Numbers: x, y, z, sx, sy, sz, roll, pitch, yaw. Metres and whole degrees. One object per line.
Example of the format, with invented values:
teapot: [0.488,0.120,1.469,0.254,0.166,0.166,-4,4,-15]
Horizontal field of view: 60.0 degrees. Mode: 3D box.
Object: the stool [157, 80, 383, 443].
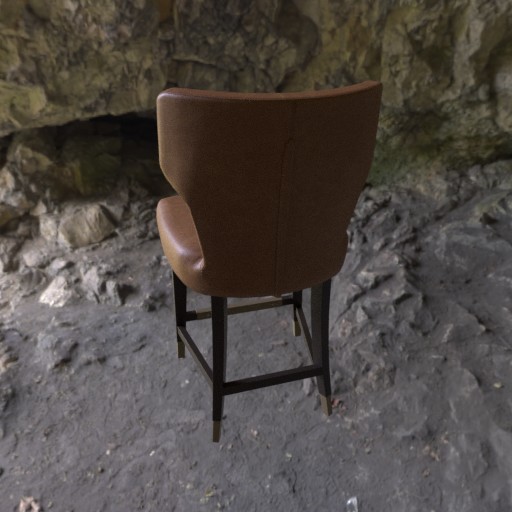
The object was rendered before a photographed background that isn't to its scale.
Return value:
stool: [0.000,0.000,1.303,0.526,0.982,0.563,-8,28,-14]
